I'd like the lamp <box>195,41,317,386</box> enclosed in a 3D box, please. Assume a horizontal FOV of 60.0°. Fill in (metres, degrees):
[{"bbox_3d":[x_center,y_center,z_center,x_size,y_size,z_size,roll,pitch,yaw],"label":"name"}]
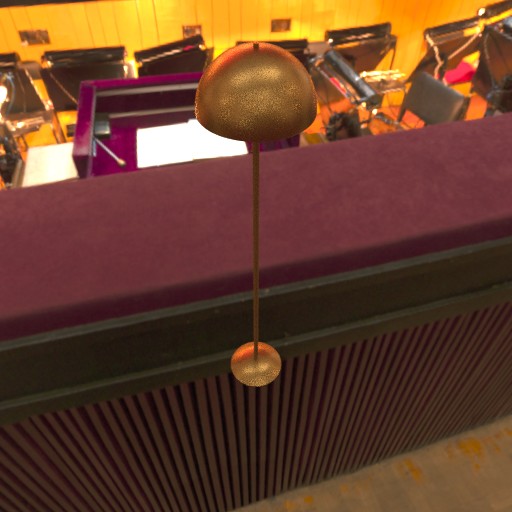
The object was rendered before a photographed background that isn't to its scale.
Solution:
[{"bbox_3d":[0.000,0.000,1.602,0.328,1.480,0.328,-10,47,-10],"label":"lamp"}]
